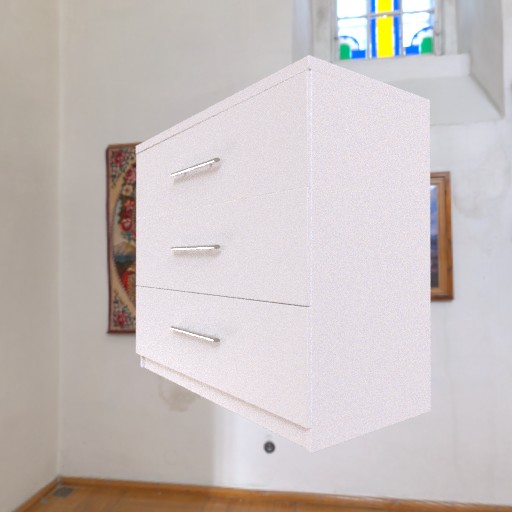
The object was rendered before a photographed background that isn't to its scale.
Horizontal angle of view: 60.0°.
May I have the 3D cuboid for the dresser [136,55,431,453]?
[{"bbox_3d":[0.000,0.000,1.263,0.420,0.740,0.830,0,-1,-36],"label":"dresser"}]
